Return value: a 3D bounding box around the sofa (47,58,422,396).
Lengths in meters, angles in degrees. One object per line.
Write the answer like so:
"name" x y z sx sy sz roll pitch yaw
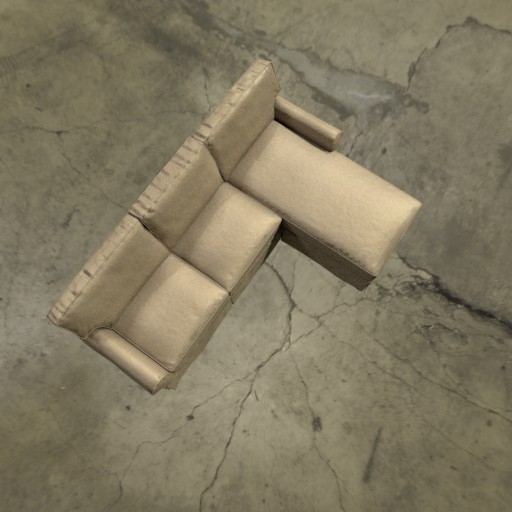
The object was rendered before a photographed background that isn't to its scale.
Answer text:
"sofa" 0.000 0.000 3.375 1.733 0.978 2.475 34 77 9
